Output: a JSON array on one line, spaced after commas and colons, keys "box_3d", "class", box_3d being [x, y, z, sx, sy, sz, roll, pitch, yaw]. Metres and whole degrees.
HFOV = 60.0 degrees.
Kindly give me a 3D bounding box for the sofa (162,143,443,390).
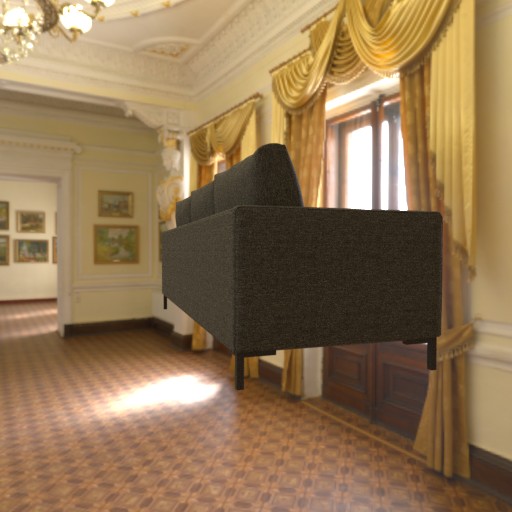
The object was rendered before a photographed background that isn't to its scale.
[{"box_3d": [0.000, 0.000, 2.661, 0.876, 0.879, 2.253, 0, 1, -18], "class": "sofa"}]
